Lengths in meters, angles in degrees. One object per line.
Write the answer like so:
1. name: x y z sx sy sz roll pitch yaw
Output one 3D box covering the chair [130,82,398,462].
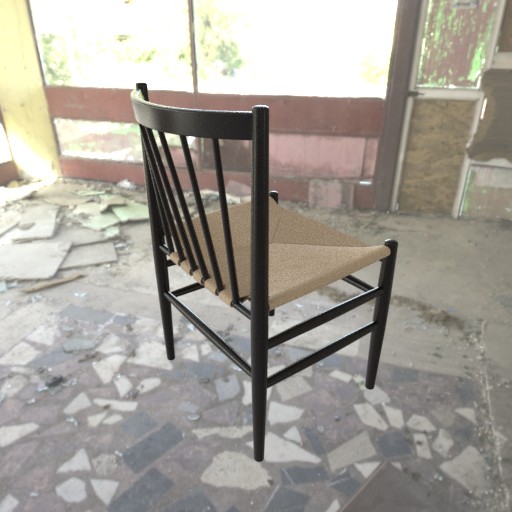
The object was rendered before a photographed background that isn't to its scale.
1. chair: 0.000 0.000 1.138 0.516 0.818 0.495 -19 32 -32
